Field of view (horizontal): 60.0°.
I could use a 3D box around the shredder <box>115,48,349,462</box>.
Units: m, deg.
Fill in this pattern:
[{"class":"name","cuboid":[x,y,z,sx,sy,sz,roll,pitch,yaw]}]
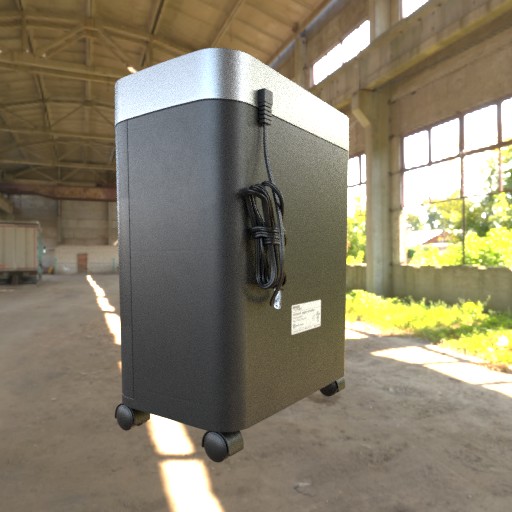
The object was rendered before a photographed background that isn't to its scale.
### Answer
[{"class":"shredder","cuboid":[0.000,0.000,0.594,0.237,0.419,0.311,0,0,35]}]
